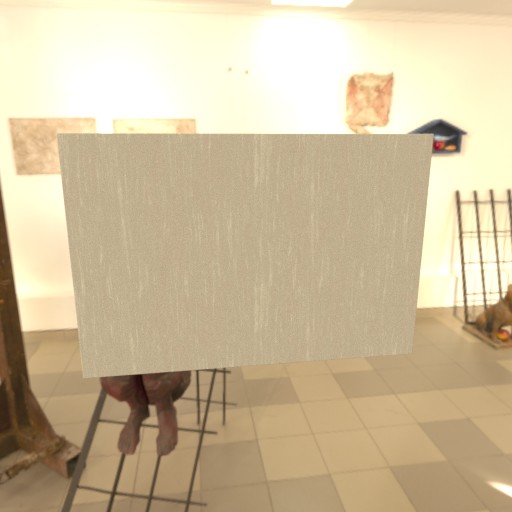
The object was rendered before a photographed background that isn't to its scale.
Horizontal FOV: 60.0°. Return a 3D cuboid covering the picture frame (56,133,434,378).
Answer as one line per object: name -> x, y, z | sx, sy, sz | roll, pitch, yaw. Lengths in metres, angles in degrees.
picture frame -> 0.000, 0.000, 1.202 | 0.950, 0.640, 0.029 | -2, 15, -8
